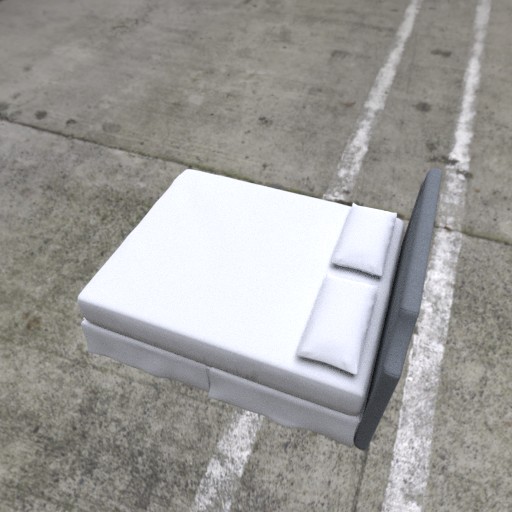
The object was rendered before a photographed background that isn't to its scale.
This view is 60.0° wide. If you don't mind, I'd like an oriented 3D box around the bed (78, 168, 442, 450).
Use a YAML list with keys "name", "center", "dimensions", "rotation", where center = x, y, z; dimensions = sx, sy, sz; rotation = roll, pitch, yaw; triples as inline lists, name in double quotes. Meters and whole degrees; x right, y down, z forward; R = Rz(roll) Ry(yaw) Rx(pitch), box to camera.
- name: "bed"
  center: [0.000, 0.000, 3.379]
  dimensions: [2.259, 1.296, 1.811]
  rotation: [16, 48, 15]
